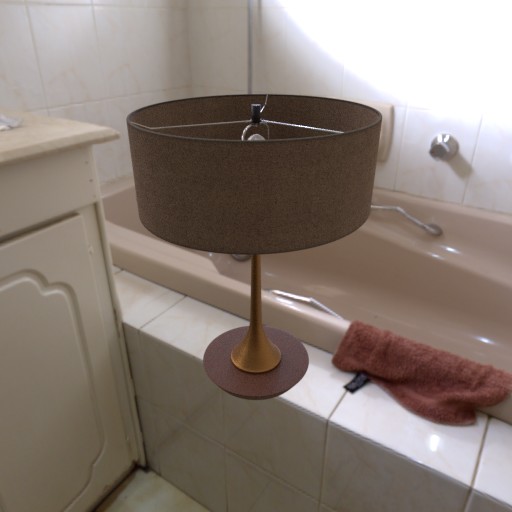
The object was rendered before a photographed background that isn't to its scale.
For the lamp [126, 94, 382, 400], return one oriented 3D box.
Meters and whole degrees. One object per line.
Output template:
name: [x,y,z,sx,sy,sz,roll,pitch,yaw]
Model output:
lamp: [0.000,0.000,0.844,0.396,0.551,0.417,19,33,31]
